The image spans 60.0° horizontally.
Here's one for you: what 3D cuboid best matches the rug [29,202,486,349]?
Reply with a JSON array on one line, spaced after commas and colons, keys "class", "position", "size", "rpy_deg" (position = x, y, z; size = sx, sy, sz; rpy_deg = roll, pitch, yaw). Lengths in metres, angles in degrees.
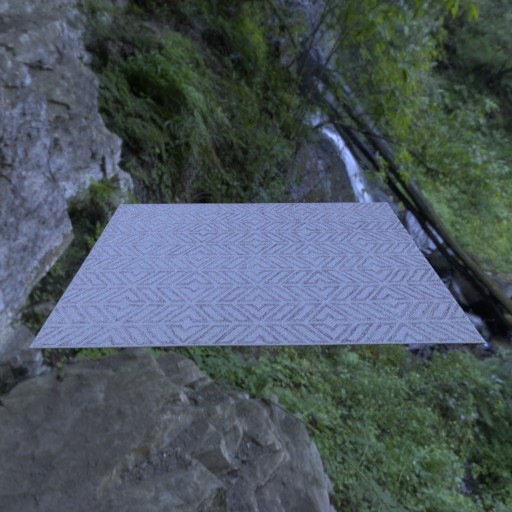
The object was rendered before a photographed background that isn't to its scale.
[{"class": "rug", "position": [0.000, 0.000, 3.997], "size": [3.045, 0.008, 2.421], "rpy_deg": [0, 30, -1]}]
